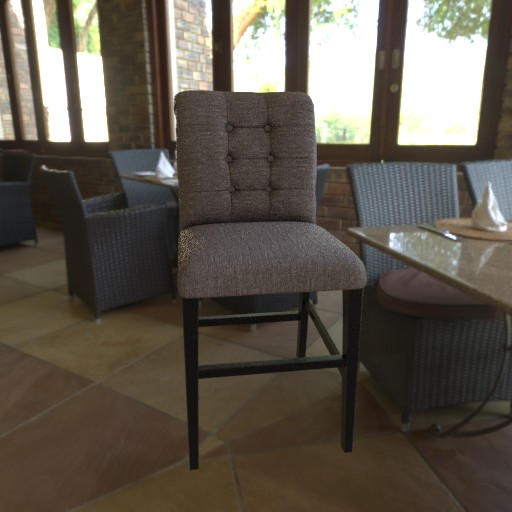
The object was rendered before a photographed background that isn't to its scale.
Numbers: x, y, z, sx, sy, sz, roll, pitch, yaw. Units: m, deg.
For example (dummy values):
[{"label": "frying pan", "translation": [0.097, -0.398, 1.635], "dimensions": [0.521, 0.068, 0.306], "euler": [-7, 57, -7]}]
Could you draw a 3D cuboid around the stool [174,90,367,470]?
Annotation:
[{"label": "stool", "translation": [0.000, 0.000, 1.326], "dimensions": [0.457, 0.970, 0.611], "euler": [-2, 15, -9]}]
